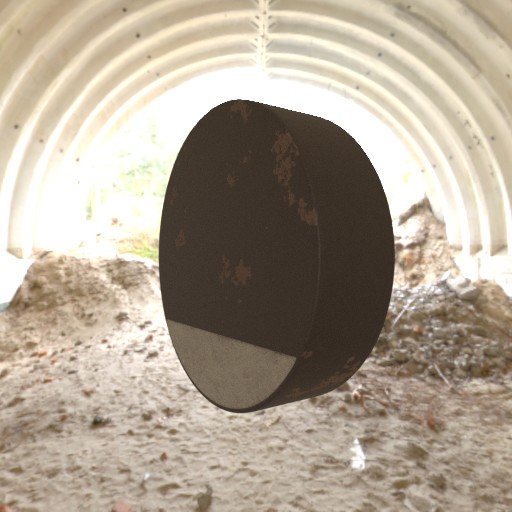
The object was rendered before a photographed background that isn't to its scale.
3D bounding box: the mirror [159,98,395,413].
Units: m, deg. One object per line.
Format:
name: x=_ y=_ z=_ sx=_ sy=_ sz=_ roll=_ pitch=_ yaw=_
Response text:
mirror: x=0.000 y=0.000 z=0.599 sx=0.126 sy=0.386 sz=0.386 roll=0 pitch=0 yaw=-34
